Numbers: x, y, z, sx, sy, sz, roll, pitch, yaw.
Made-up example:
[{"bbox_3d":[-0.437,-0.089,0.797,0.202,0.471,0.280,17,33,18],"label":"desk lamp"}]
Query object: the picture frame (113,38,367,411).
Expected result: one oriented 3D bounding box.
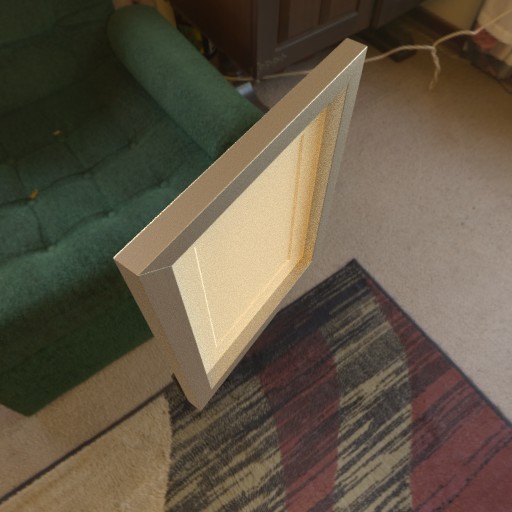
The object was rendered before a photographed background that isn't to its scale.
[{"bbox_3d":[0.000,0.000,0.522,0.036,0.386,0.307,32,64,18],"label":"picture frame"}]
